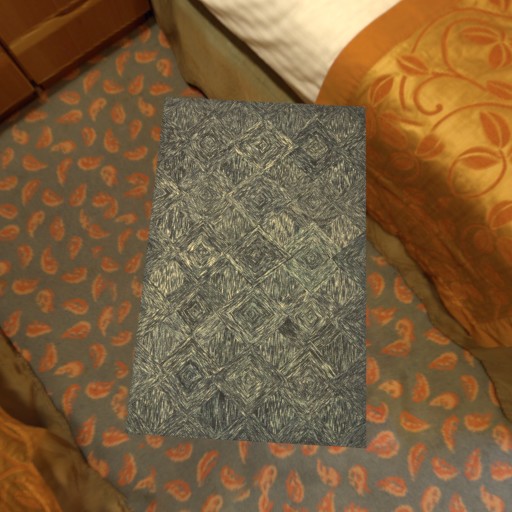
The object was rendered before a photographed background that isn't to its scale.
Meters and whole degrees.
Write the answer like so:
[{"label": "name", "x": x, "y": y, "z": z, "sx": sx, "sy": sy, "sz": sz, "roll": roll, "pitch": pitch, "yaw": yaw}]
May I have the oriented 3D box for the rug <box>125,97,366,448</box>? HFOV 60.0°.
[{"label": "rug", "x": 0.000, "y": 0.000, "z": 2.983, "sx": 1.478, "sy": 0.017, "sz": 2.330, "roll": 3, "pitch": 76, "yaw": 1}]
